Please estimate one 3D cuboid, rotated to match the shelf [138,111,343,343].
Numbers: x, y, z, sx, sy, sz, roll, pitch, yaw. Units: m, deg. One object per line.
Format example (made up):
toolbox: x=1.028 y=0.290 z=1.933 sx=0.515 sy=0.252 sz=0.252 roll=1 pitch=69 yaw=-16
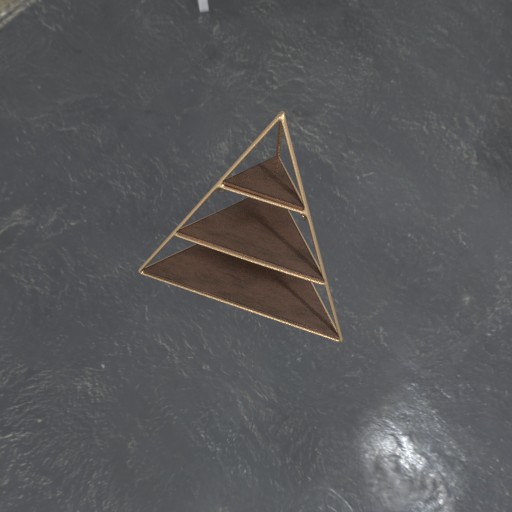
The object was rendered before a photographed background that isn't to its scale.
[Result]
shelf: x=0.000 y=0.000 z=1.189 sx=0.564 sy=0.913 sz=0.294 roll=18 pitch=75 yaw=5
